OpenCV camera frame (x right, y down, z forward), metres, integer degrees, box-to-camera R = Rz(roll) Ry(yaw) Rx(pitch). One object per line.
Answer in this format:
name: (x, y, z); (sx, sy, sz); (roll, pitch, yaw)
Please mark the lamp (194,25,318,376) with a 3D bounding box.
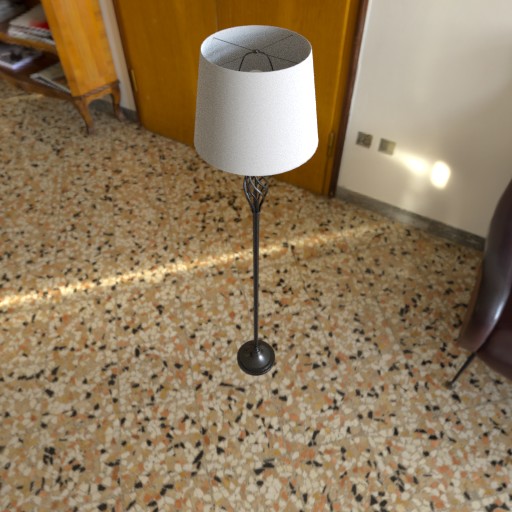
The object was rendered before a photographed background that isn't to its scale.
lamp: (0.000, 0.000, 1.757); (0.379, 1.623, 0.379); (0, 48, 0)
